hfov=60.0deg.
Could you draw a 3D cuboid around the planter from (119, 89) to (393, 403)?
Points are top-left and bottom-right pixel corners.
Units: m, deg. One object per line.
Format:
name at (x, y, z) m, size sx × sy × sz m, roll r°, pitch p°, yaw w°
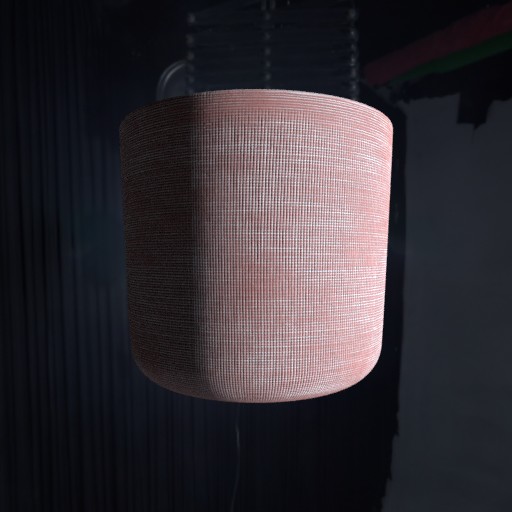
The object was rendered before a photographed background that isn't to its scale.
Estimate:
planter at (0.000, 0.000, 0.747) m, size 0.440 × 0.398 × 0.440 m, roll 0°, pitch 0°, yaw 0°
